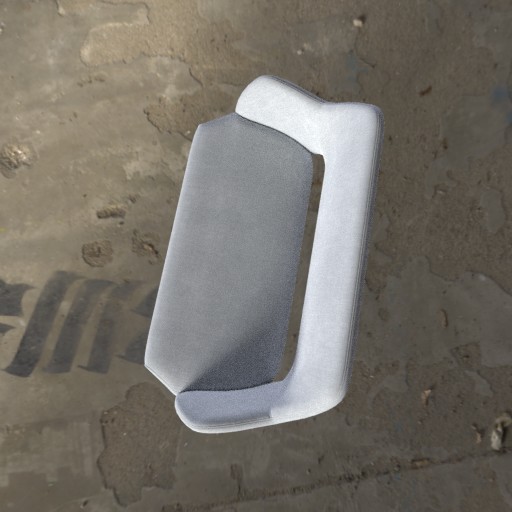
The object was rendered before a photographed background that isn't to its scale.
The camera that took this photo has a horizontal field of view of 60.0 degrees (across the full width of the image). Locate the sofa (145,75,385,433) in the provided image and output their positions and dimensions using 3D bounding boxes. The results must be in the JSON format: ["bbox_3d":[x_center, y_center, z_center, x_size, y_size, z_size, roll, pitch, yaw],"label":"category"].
[{"bbox_3d":[0.000,0.000,1.576,0.610,0.840,1.150,10,79,2],"label":"sofa"}]
